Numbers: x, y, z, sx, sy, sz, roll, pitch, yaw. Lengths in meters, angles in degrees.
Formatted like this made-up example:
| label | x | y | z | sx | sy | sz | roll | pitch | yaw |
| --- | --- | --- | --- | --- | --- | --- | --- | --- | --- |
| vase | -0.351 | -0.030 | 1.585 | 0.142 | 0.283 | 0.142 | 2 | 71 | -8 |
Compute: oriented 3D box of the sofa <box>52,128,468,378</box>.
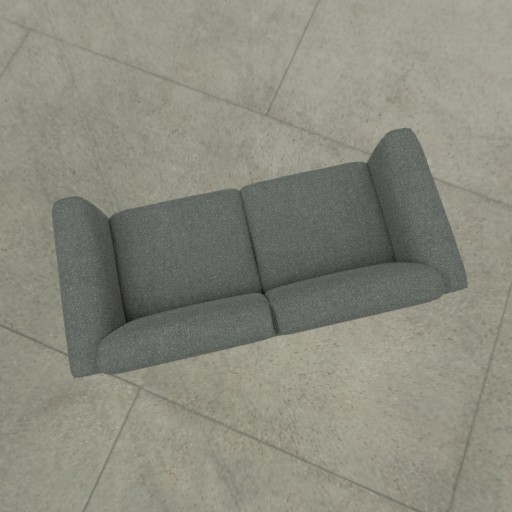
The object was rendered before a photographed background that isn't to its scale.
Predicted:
| label | x | y | z | sx | sy | sz | roll | pitch | yaw |
| --- | --- | --- | --- | --- | --- | --- | --- | --- | --- |
| sofa | 0.000 | 0.000 | 2.555 | 2.125 | 0.703 | 0.985 | -12 | 76 | -3 |
